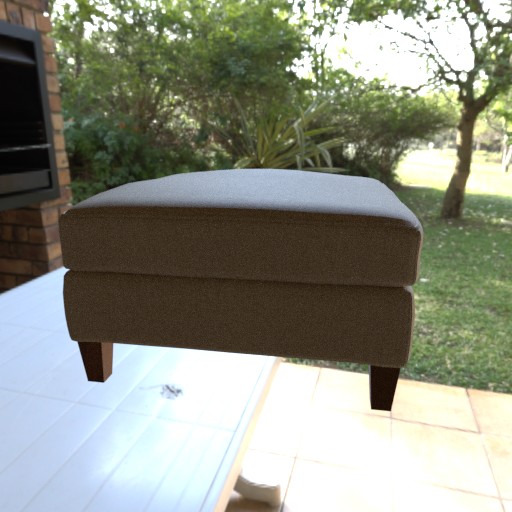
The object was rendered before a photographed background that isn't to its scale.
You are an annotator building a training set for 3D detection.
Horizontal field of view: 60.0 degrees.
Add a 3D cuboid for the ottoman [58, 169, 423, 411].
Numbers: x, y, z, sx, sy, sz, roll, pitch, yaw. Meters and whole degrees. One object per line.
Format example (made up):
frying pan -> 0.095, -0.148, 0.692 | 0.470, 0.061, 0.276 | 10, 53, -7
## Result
ottoman -> 0.000, 0.000, 1.389 | 0.838, 0.503, 0.838 | 3, 16, 9
